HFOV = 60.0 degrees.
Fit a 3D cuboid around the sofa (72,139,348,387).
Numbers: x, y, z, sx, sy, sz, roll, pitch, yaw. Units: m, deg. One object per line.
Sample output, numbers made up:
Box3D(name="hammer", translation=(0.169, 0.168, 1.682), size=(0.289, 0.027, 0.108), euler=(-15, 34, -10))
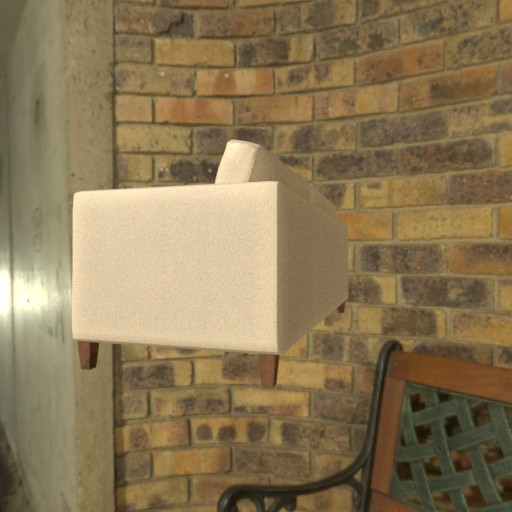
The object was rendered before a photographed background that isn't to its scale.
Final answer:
Box3D(name="sofa", translation=(0.000, 0.000, 2.857), size=(0.951, 0.968, 2.361), euler=(0, 0, 18))
